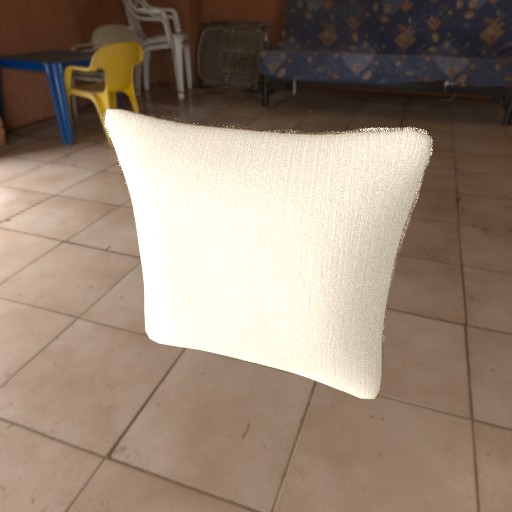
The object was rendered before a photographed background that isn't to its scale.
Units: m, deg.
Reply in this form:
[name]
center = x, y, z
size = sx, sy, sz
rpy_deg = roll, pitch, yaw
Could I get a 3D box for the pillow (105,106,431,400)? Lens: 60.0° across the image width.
[pillow]
center = 0.000, 0.000, 0.830
size = 0.538, 0.525, 0.216
rpy_deg = 10, 32, 16
